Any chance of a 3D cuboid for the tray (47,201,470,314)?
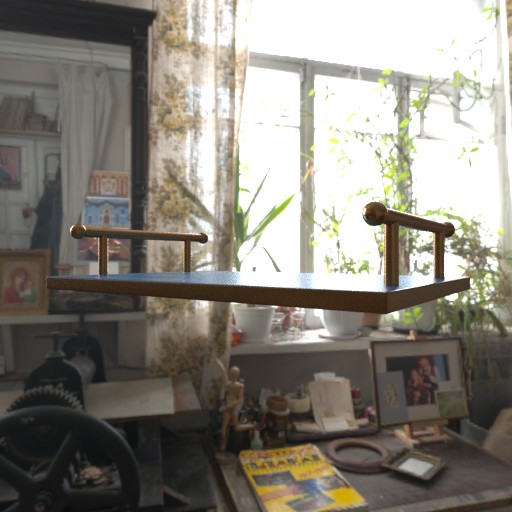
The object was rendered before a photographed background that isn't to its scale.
[{"bbox_3d":[0.000,0.000,0.561,0.444,0.084,0.304,0,0,36],"label":"tray"}]
